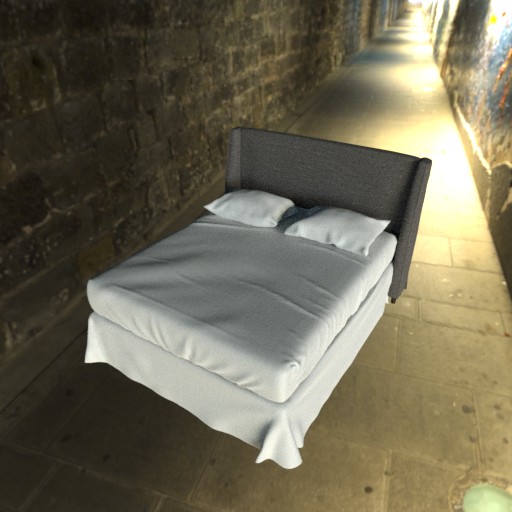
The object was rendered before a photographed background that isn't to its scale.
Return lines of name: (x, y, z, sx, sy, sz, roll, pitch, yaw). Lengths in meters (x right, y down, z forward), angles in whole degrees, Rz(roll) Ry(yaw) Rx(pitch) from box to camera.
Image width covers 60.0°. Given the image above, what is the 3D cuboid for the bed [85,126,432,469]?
bed: (0.000, 0.000, 3.483, 1.925, 1.332, 2.276, 18, 35, 28)
